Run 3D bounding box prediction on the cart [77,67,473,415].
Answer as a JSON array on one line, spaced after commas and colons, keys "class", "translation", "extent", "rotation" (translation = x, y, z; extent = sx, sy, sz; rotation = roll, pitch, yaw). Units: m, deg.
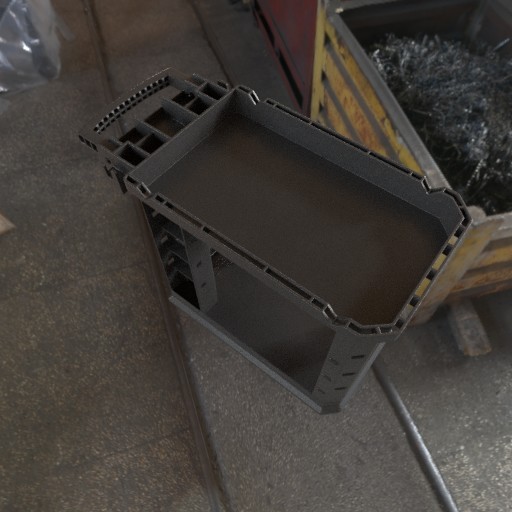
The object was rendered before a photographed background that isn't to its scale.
[{"class": "cart", "translation": [0.000, 0.000, 1.557], "extent": [1.061, 0.884, 0.497], "rotation": [33, 63, 19]}]
